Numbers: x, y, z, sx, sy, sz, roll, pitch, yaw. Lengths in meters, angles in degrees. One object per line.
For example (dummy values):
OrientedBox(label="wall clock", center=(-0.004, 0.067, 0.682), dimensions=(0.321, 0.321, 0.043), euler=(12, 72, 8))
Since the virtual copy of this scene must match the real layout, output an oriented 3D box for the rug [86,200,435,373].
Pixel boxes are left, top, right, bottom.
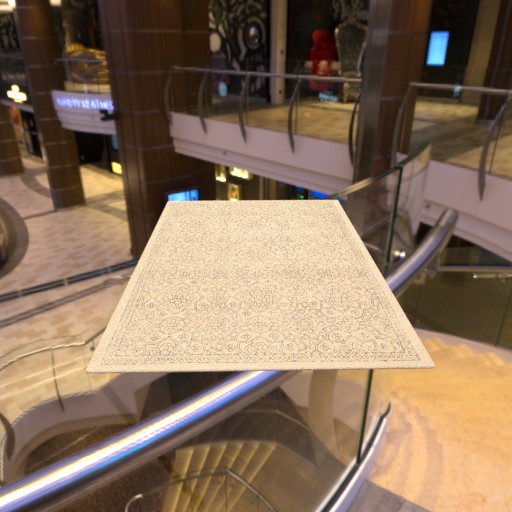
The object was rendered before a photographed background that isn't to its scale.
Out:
OrientedBox(label="rug", center=(0.000, 0.000, 2.360), dimensions=(1.219, 0.010, 1.829), euler=(-1, 26, -1))
